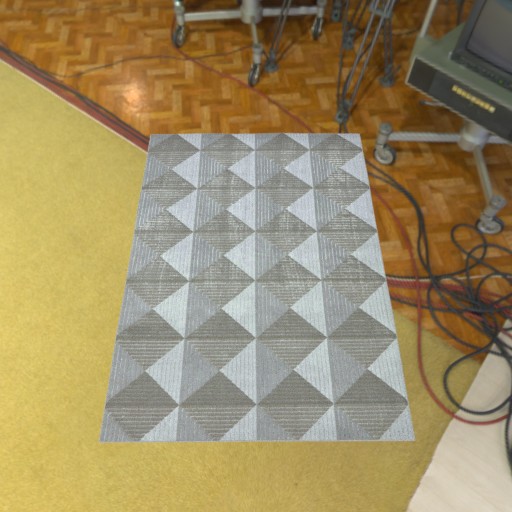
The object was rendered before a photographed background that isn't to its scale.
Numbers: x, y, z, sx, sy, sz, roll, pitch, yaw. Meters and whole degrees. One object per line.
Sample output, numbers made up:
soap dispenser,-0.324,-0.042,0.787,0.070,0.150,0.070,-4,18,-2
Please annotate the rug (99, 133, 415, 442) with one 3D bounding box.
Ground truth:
rug,0.000,0.000,4.264,2.428,0.027,3.333,0,58,0
